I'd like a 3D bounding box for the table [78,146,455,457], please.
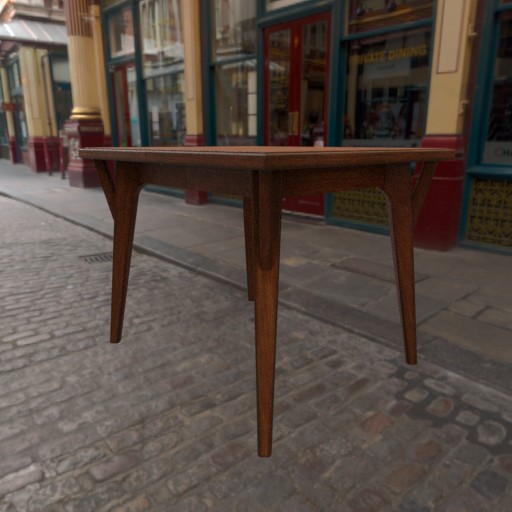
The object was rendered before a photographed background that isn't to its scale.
[{"bbox_3d":[0.000,0.000,1.607,0.838,0.761,0.991,-13,19,-40],"label":"table"}]
